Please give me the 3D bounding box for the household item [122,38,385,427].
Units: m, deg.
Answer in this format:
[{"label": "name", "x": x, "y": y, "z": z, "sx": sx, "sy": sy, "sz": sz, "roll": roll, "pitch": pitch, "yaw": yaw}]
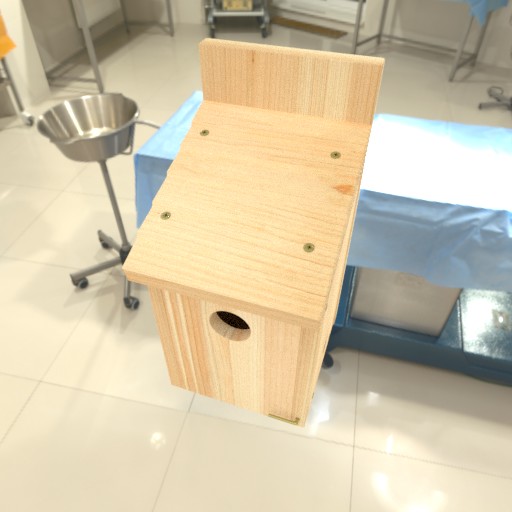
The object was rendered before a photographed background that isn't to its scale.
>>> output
[{"label": "household item", "x": 0.000, "y": 0.000, "z": 0.392, "sx": 0.149, "sy": 0.300, "sz": 0.171, "roll": 13, "pitch": 44, "yaw": 14}]
